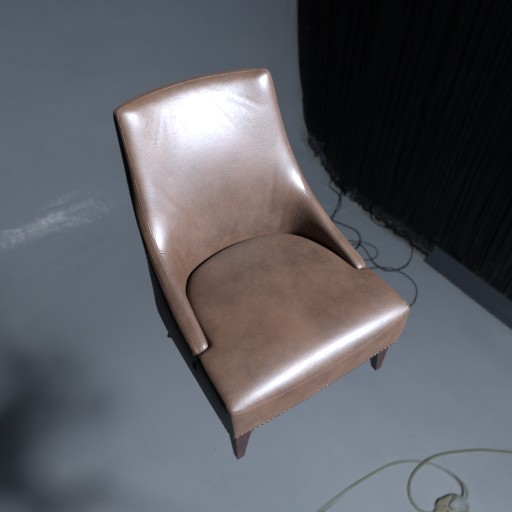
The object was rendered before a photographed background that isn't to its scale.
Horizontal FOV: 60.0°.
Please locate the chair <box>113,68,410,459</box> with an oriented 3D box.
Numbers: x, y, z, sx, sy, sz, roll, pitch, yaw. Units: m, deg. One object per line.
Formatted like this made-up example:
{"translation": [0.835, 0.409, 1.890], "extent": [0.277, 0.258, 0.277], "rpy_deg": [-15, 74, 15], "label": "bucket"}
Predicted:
{"translation": [0.000, 0.000, 1.501], "extent": [0.701, 0.909, 0.861], "rpy_deg": [-24, 51, -22], "label": "chair"}
